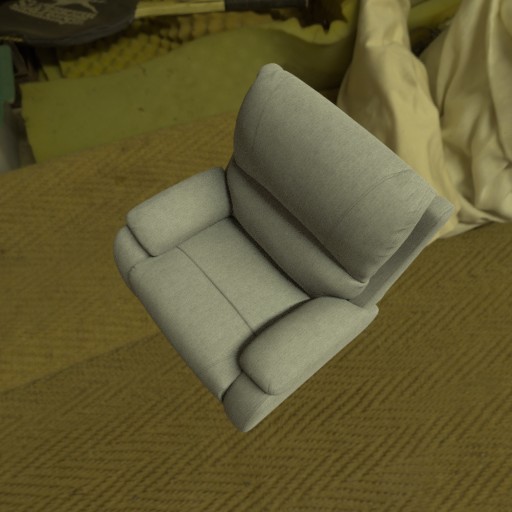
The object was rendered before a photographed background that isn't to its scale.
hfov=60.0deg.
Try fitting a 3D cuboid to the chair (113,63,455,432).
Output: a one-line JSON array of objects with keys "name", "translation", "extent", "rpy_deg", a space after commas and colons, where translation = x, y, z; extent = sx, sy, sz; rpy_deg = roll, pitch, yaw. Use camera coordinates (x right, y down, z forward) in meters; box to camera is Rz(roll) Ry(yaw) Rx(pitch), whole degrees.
[{"name": "chair", "translation": [0.000, 0.000, 1.729], "extent": [0.899, 1.011, 0.930], "rpy_deg": [-36, 68, -17]}]
